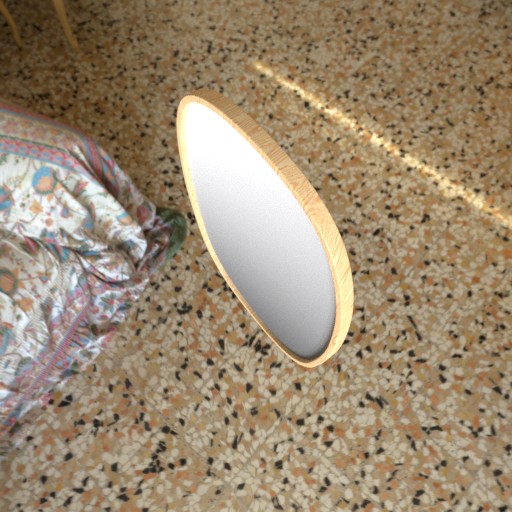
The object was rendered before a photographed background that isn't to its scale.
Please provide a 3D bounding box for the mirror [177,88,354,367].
[{"bbox_3d":[0.000,0.000,1.344,0.037,1.075,0.724,-35,68,-16],"label":"mirror"}]
